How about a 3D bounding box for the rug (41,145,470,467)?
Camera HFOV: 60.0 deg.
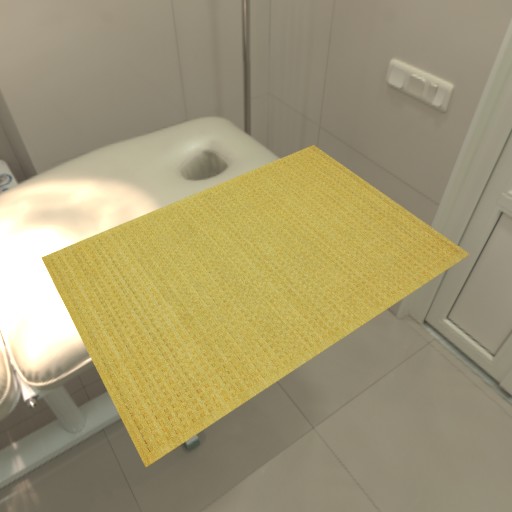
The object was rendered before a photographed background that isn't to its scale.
[{"bbox_3d":[0.000,0.000,3.624,2.895,0.006,1.981,-27,52,-23],"label":"rug"}]
